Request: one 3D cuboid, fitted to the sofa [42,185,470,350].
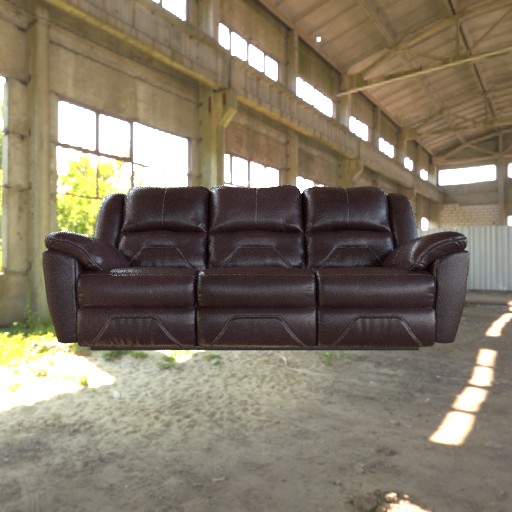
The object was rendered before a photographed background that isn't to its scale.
[{"bbox_3d":[0.000,0.000,2.844,2.337,1.043,0.991,0,-1,0],"label":"sofa"}]
